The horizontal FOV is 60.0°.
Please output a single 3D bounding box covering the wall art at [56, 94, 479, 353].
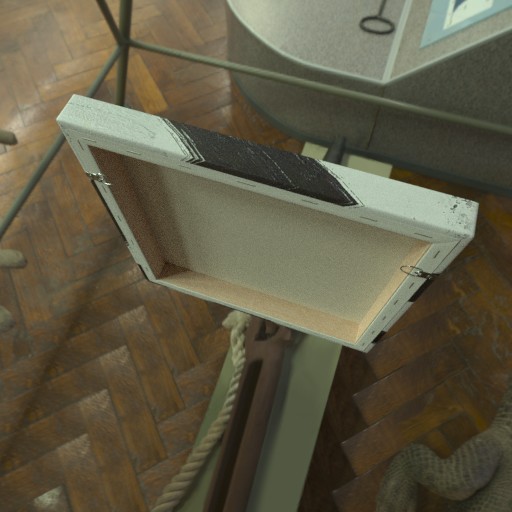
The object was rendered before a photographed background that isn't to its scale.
[{"bbox_3d":[0.000,0.000,0.742,0.507,0.508,0.050,17,65,8],"label":"wall art"}]
